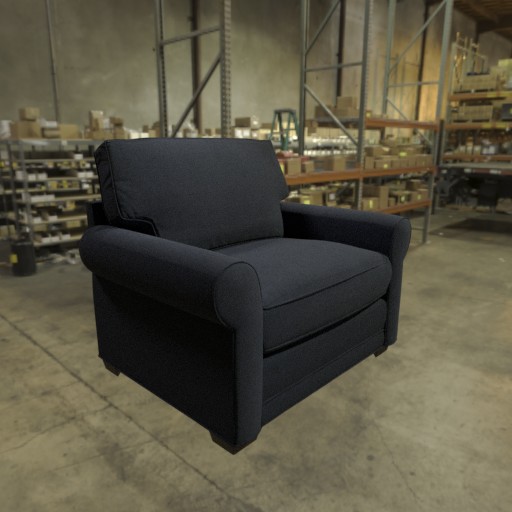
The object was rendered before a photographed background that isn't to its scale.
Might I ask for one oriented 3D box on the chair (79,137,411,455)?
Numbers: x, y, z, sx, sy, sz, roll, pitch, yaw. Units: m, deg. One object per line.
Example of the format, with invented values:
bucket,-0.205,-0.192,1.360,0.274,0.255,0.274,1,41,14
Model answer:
chair,0.000,0.000,2.014,0.963,1.044,1.285,13,19,42
